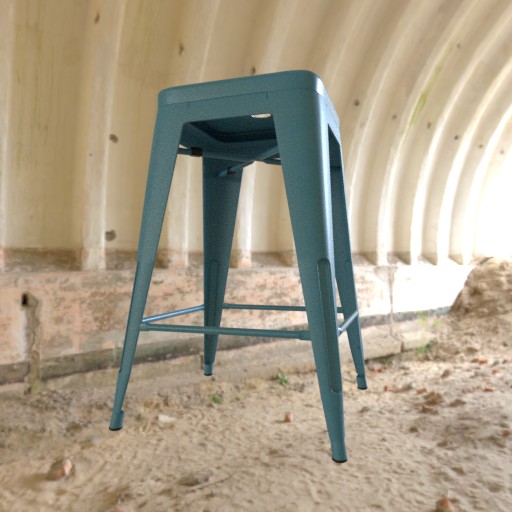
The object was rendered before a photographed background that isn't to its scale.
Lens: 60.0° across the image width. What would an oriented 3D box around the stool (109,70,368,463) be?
[{"bbox_3d":[0.000,0.000,0.898,0.410,0.608,0.410,0,-1,18],"label":"stool"}]
